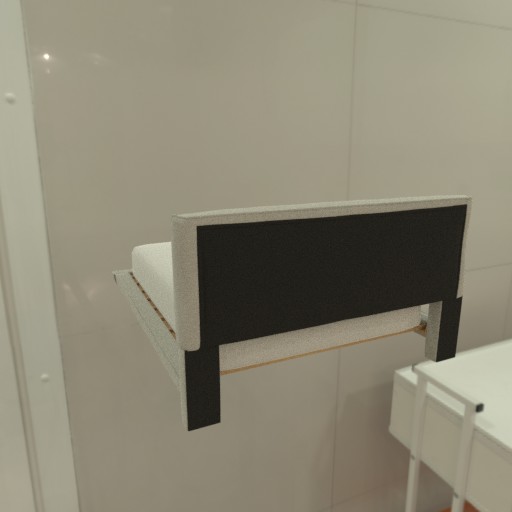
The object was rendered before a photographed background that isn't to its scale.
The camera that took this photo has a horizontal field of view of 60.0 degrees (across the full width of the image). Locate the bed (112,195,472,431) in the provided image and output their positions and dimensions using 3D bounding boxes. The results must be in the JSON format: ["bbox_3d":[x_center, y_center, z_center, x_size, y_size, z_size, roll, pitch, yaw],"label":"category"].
[{"bbox_3d":[0.000,0.000,3.376,1.840,1.067,2.368,-7,15,-25],"label":"bed"}]
